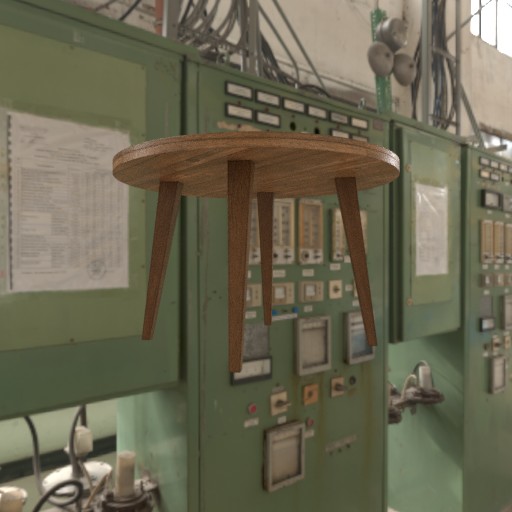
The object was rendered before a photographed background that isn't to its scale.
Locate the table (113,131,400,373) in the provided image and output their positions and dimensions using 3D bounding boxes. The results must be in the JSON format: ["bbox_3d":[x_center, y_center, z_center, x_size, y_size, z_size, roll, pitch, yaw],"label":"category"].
[{"bbox_3d":[0.000,0.000,1.968,1.213,0.764,1.213,0,0,0],"label":"table"}]
